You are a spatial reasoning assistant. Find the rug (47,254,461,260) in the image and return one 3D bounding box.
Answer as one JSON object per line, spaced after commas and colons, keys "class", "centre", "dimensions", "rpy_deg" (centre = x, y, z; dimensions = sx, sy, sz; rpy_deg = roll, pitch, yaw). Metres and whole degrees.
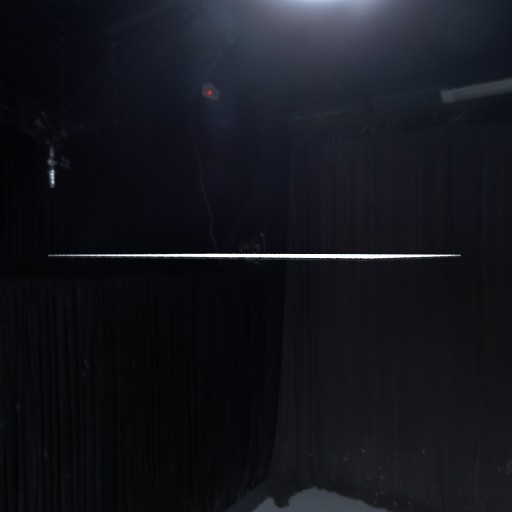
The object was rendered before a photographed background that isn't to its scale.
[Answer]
{"class": "rug", "centre": [0.000, 0.000, 3.001], "dimensions": [2.261, 0.013, 1.676], "rpy_deg": [0, 1, 35]}
